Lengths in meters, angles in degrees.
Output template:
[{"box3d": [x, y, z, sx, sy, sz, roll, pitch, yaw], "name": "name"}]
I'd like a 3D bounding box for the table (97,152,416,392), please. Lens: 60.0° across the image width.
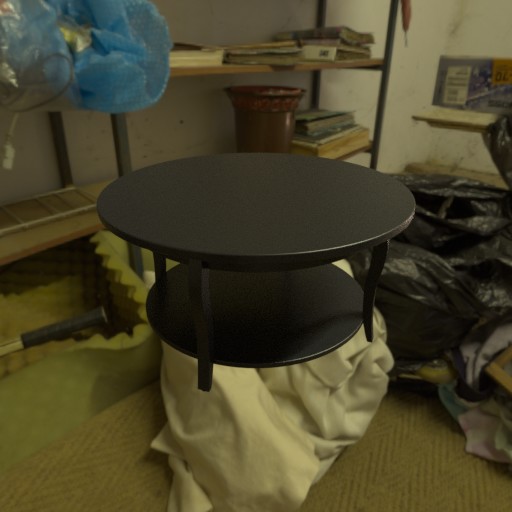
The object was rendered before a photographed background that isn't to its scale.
[{"box3d": [0.000, 0.000, 1.434, 0.914, 0.457, 0.914, 0, 26, 0], "name": "table"}]
